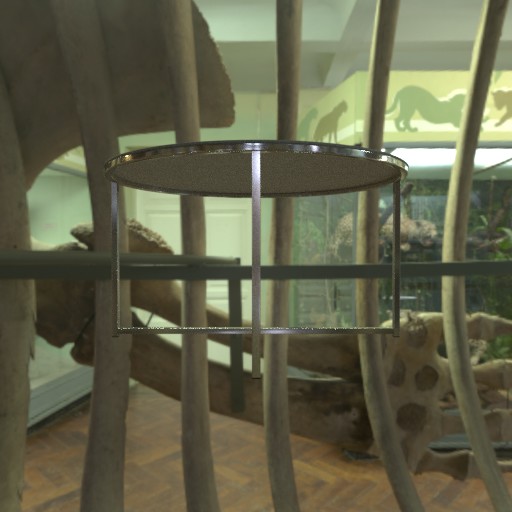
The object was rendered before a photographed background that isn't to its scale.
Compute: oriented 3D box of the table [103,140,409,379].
[{"bbox_3d":[0.000,0.000,1.231,0.800,0.450,0.800,0,1,0],"label":"table"}]
